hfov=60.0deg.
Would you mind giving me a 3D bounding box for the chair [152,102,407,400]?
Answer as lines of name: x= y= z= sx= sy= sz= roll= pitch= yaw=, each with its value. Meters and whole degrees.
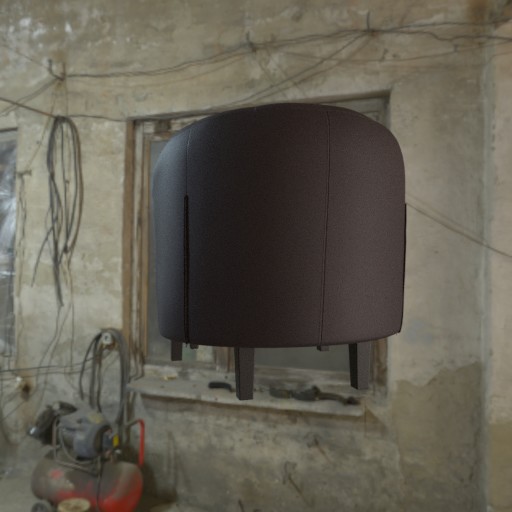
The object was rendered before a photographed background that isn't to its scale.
chair: x=0.000 y=0.000 z=1.642 sx=0.763 sy=0.760 sz=1.191 roll=0 pitch=0 yaw=-17
